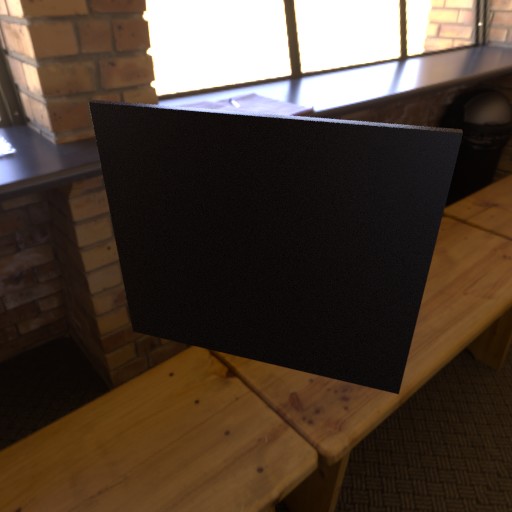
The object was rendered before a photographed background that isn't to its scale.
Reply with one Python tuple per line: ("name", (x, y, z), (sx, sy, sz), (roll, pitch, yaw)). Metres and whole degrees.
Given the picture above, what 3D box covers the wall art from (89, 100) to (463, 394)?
("wall art", (0.000, 0.000, 0.528), (0.383, 0.332, 0.012), (10, 33, 15))
